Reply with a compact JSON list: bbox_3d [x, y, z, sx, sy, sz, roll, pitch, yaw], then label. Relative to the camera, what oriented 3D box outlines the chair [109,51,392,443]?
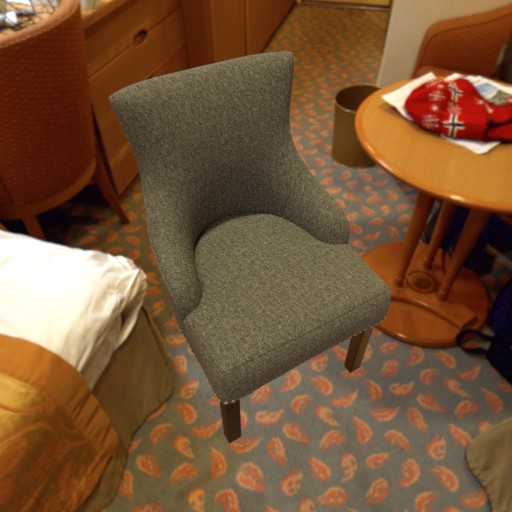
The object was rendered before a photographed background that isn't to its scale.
[{"bbox_3d":[0.000,0.000,1.288,0.566,0.909,0.629,-23,50,-21],"label":"chair"}]
